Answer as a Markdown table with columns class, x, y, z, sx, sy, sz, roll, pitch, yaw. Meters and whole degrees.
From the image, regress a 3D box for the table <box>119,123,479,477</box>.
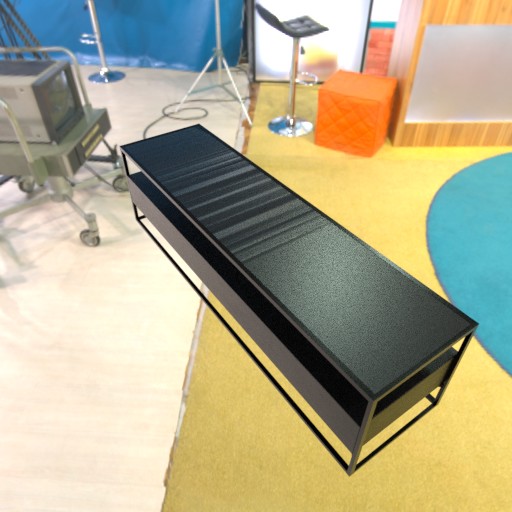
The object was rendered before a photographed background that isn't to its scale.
| class | x | y | z | sx | sy | sz | roll | pitch | yaw |
| --- | --- | --- | --- | --- | --- | --- | --- | --- | --- |
| table | 0.000 | 0.000 | 1.667 | 0.399 | 0.395 | 1.486 | -25 | 47 | -26 |
